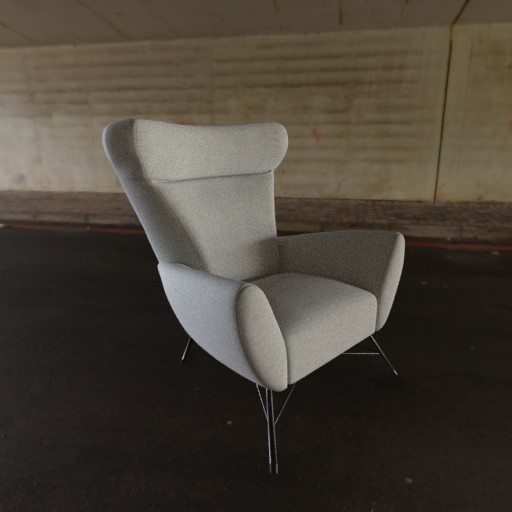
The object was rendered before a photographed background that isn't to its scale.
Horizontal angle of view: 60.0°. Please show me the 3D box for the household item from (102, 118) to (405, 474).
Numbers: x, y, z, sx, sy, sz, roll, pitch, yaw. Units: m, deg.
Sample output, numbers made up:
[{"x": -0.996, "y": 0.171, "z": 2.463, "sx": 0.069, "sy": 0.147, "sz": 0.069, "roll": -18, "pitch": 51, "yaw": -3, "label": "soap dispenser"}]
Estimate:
[{"x": 0.000, "y": 0.000, "z": 1.777, "sx": 0.900, "sy": 1.050, "sz": 0.980, "roll": 14, "pitch": 21, "yaw": 41, "label": "household item"}]
